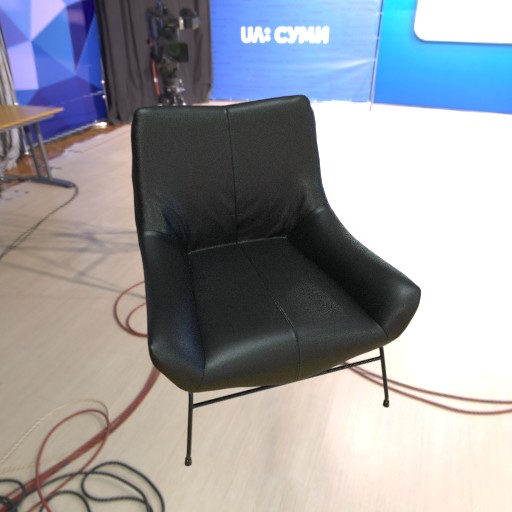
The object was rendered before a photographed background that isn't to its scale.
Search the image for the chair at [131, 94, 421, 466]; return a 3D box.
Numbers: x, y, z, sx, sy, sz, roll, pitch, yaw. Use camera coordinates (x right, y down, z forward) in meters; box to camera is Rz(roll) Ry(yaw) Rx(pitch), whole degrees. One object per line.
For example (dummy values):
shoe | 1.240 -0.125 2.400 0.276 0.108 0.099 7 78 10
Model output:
chair | 0.000 0.000 1.572 0.836 0.922 0.826 -10 33 -16
